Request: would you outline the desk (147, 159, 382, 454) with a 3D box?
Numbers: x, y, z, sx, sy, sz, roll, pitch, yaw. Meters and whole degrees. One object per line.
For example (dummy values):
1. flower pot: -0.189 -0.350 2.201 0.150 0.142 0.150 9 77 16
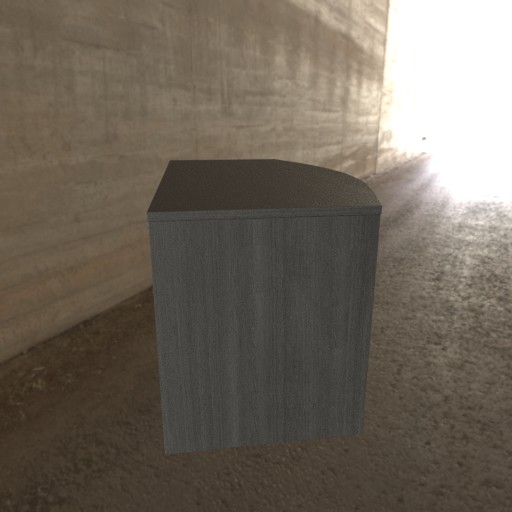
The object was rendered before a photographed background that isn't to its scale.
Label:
1. desk: 0.000 0.000 2.056 0.802 0.750 1.600 -2 17 -8
